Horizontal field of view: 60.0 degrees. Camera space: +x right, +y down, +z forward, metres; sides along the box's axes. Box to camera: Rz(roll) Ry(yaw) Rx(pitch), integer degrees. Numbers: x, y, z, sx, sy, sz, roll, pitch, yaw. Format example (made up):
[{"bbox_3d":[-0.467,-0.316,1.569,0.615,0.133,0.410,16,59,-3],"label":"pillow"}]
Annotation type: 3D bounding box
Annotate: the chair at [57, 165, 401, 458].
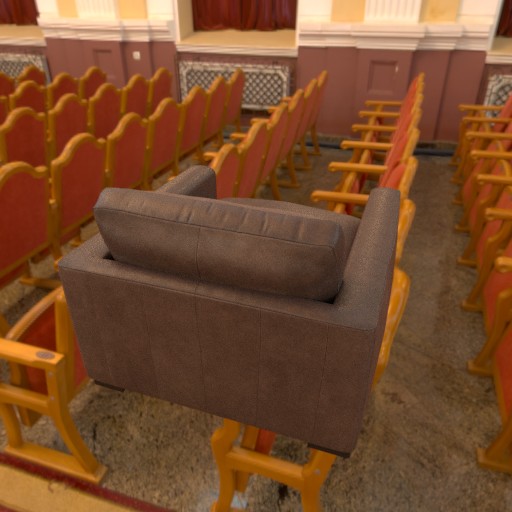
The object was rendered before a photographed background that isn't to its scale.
[{"bbox_3d":[0.000,0.000,1.831,1.100,0.812,1.069,10,32,16],"label":"chair"}]
